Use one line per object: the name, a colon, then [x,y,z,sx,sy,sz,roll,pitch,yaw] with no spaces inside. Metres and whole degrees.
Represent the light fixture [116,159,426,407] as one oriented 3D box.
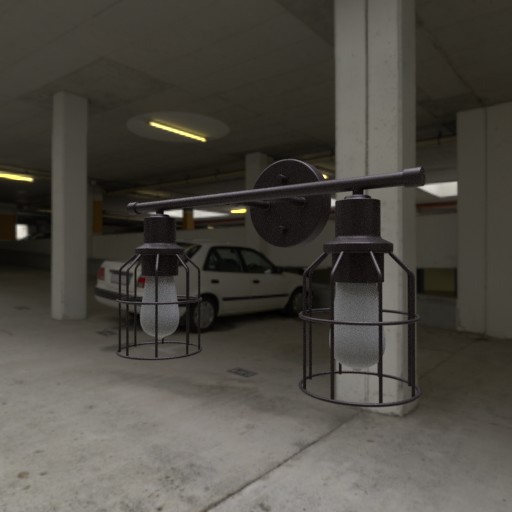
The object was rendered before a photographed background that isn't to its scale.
light fixture: [0.000,0.000,0.531,0.406,0.254,0.165,0,-1,37]
